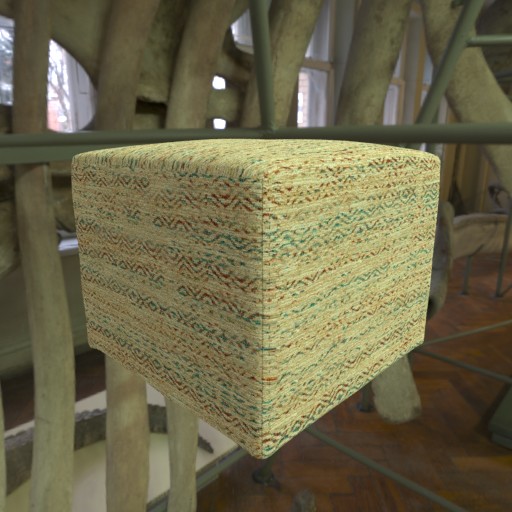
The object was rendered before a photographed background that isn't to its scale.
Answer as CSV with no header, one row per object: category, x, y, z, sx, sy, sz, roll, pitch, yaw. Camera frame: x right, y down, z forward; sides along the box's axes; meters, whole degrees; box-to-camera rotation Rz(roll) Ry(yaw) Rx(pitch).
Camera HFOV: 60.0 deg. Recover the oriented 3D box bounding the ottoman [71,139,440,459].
ottoman,0.000,0.000,0.889,0.521,0.453,0.512,14,21,42
